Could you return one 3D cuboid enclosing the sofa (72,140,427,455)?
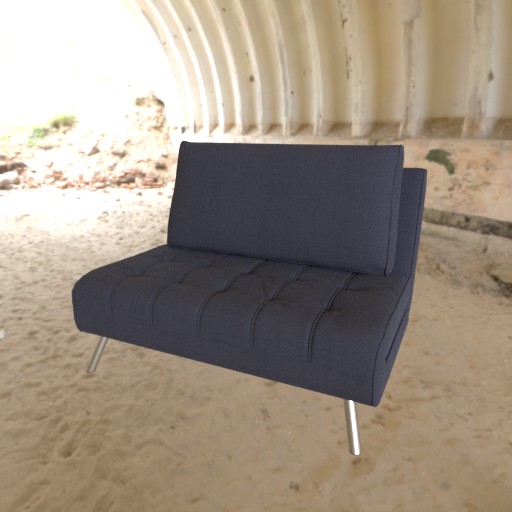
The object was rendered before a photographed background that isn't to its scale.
[{"bbox_3d":[0.000,0.000,1.850,1.220,0.910,0.910,8,18,25],"label":"sofa"}]
